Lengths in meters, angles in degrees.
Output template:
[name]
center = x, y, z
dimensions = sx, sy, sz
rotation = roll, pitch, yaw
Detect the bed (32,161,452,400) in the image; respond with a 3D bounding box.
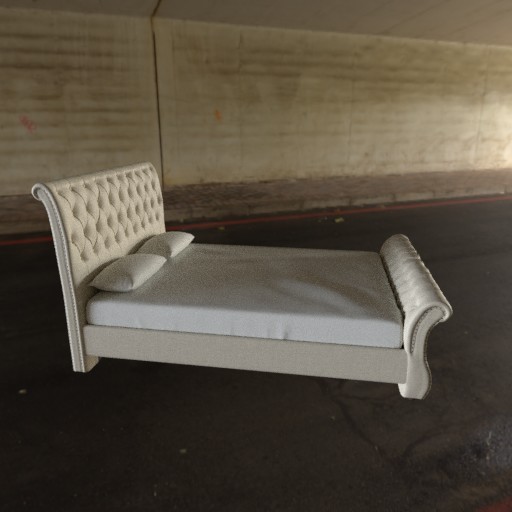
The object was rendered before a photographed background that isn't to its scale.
[bed]
center = 0.000, 0.000, 3.401
dimensions = 2.493, 1.268, 1.606
rotation = 3, 17, 9
